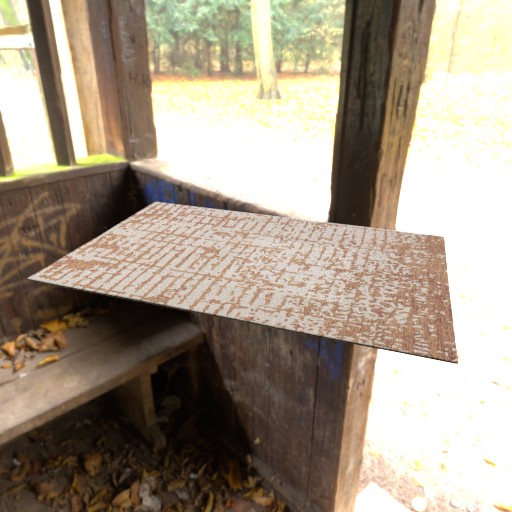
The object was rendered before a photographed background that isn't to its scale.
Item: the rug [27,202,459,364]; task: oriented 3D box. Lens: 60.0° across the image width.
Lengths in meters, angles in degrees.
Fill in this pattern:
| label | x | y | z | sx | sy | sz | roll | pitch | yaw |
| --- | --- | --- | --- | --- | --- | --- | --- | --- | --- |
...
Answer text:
| label | x | y | z | sx | sy | sz | roll | pitch | yaw |
| --- | --- | --- | --- | --- | --- | --- | --- | --- | --- |
| rug | 0.000 | 0.000 | 2.986 | 2.435 | 0.011 | 1.517 | 8 | 27 | 17 |
